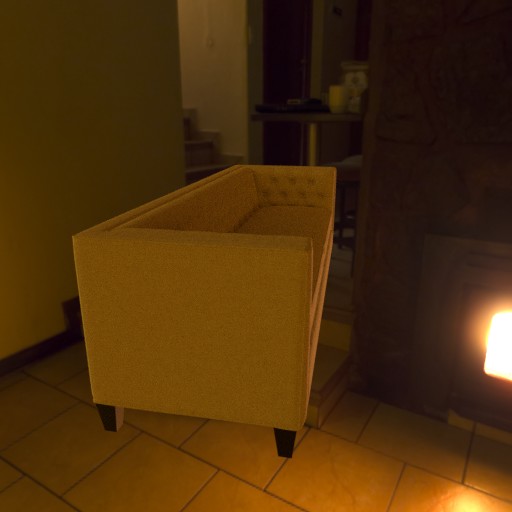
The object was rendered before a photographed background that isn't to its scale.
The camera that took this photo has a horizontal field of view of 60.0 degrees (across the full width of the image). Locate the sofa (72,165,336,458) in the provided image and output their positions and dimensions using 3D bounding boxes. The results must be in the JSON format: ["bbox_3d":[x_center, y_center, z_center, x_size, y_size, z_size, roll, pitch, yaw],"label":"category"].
[{"bbox_3d":[0.000,0.000,2.457,0.775,0.762,2.159,4,18,11],"label":"sofa"}]
